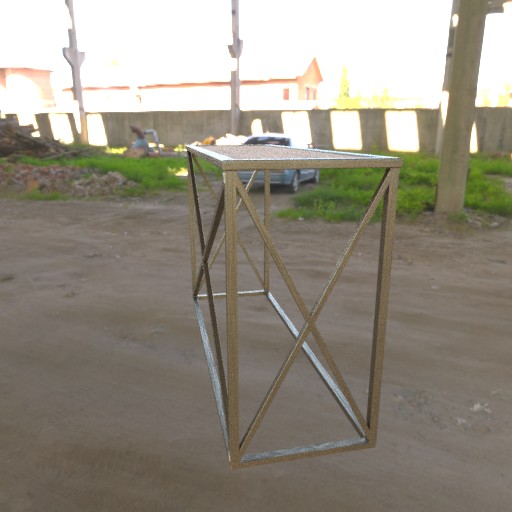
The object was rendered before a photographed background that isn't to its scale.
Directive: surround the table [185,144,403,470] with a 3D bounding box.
[{"bbox_3d":[0.000,0.000,1.608,0.402,0.753,1.216,-3,16,-12],"label":"table"}]
